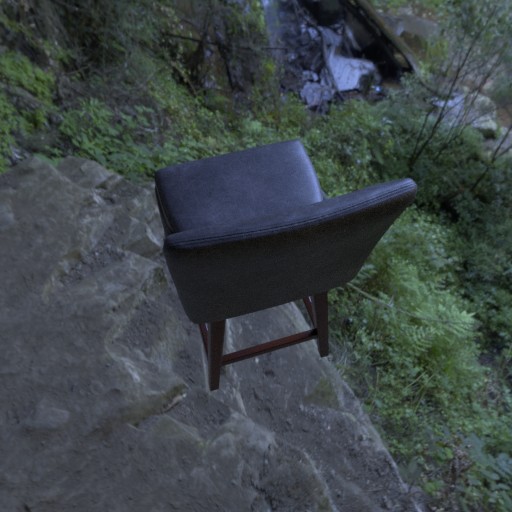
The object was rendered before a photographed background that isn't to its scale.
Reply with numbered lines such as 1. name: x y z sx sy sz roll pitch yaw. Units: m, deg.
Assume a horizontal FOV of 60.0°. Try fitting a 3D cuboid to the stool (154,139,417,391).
1. stool: 0.000 0.000 1.335 0.492 1.046 0.587 -15 59 -9
